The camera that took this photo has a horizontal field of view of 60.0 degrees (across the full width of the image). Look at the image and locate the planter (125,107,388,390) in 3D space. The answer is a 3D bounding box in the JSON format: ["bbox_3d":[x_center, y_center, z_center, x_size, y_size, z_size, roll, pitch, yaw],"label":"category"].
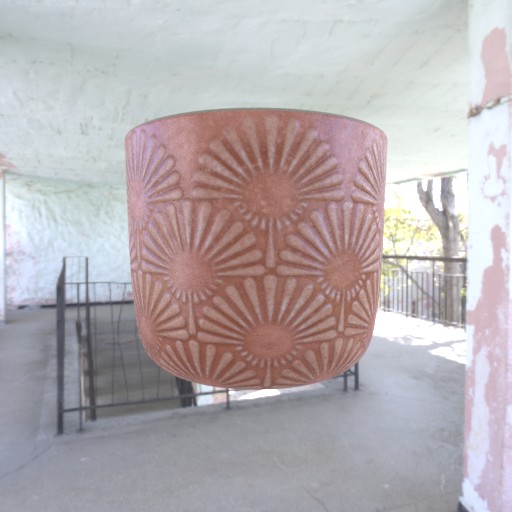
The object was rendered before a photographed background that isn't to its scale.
[{"bbox_3d":[0.000,0.000,0.219,0.124,0.109,0.124,0,2,0],"label":"planter"}]
